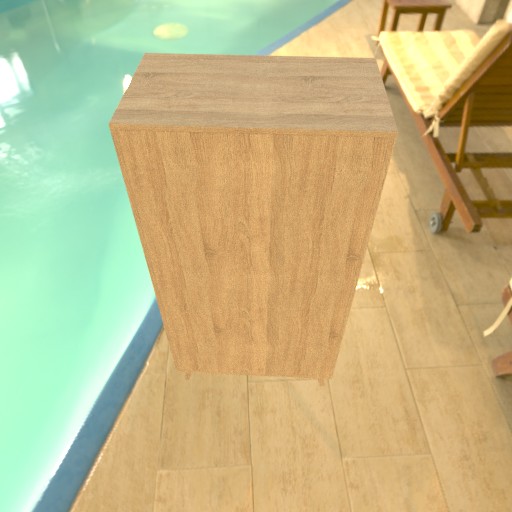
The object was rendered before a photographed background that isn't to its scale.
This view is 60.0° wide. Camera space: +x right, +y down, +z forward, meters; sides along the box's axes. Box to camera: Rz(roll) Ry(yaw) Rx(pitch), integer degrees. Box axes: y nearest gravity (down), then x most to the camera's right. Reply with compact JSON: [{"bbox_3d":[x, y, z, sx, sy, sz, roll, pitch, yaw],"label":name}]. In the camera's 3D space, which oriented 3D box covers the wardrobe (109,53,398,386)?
[{"bbox_3d":[0.000,0.000,2.451,1.000,1.960,0.600,2,48,2],"label":"wardrobe"}]
